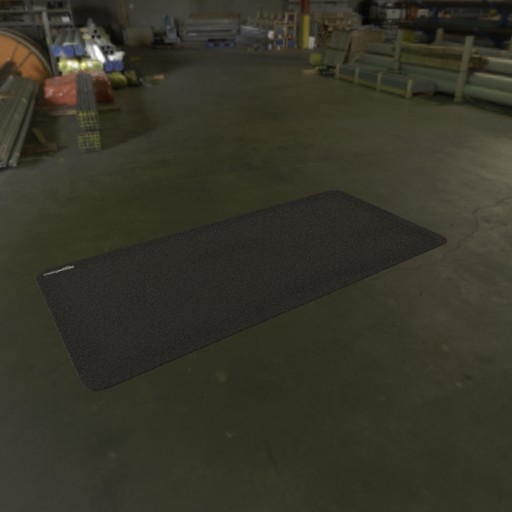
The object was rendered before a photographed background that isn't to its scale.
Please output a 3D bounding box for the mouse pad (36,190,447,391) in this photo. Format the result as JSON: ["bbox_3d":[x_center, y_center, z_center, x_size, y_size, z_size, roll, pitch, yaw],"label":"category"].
[{"bbox_3d":[0.000,0.000,1.049,0.907,0.003,0.424,-19,35,-29],"label":"mouse pad"}]
